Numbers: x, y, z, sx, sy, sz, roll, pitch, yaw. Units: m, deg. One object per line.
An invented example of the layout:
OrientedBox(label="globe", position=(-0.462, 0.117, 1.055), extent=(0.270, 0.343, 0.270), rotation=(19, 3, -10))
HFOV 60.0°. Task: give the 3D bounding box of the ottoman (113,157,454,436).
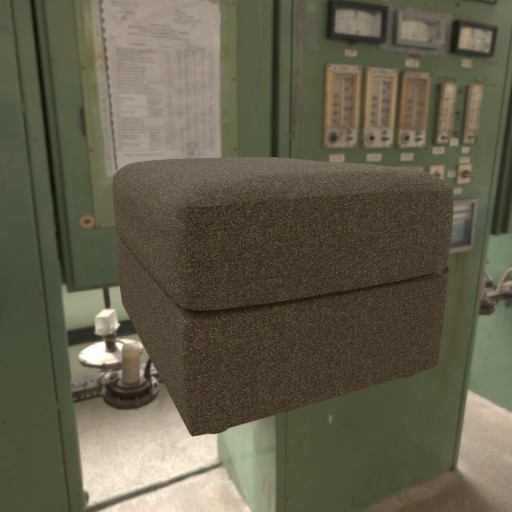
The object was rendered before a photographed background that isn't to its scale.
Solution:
OrientedBox(label="ottoman", position=(0.000, 0.000, 1.128), extent=(0.598, 0.476, 0.742), rotation=(-7, 16, -25))
